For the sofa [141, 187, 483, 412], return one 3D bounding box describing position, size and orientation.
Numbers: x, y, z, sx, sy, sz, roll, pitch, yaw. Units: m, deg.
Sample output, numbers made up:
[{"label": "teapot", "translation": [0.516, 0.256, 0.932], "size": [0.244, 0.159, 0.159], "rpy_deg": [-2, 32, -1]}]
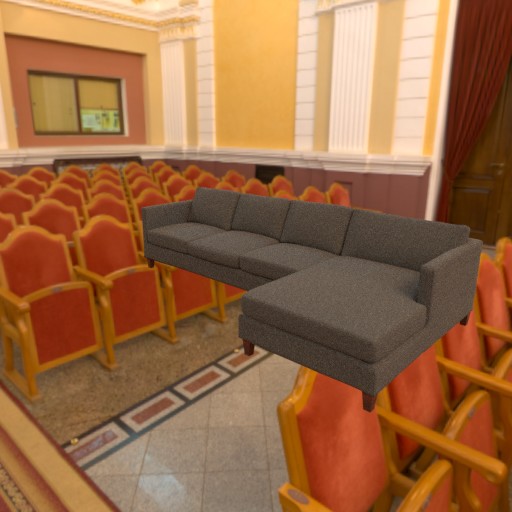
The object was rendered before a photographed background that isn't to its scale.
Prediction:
[{"label": "sofa", "translation": [0.000, 0.000, 3.867], "size": [3.186, 0.846, 1.625], "rpy_deg": [14, 22, 41]}]
